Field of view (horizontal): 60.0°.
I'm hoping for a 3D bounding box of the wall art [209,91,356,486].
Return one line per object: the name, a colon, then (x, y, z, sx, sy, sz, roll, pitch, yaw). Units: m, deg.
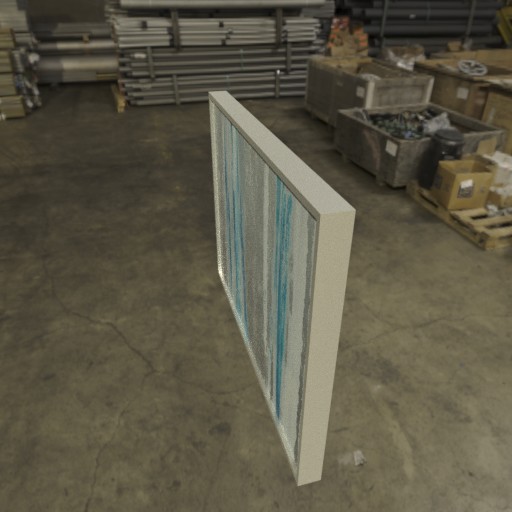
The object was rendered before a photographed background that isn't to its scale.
wall art: (0.000, 0.000, 1.410, 0.066, 0.801, 1.056, -8, 32, -13)
